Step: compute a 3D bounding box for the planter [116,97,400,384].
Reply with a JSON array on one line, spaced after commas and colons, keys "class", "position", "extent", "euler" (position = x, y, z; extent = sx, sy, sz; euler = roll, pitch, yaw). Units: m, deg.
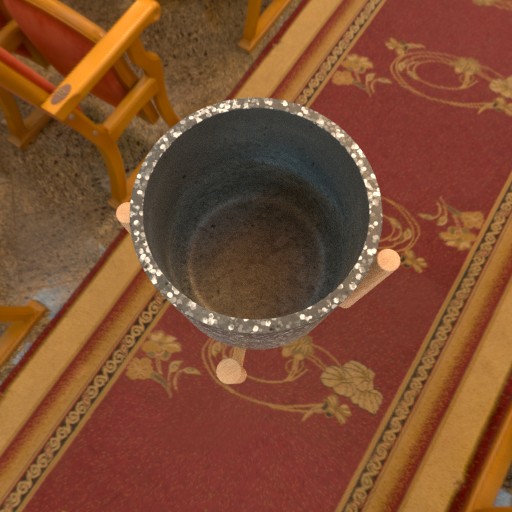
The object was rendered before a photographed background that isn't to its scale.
[{"class": "planter", "position": [0.000, 0.000, 0.544], "extent": [0.284, 0.320, 0.284], "euler": [32, 77, 9]}]
